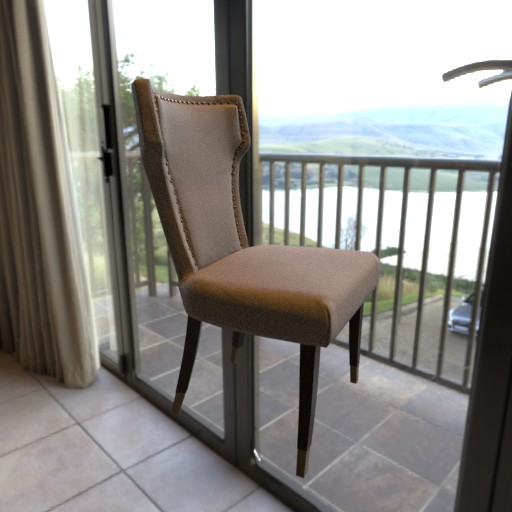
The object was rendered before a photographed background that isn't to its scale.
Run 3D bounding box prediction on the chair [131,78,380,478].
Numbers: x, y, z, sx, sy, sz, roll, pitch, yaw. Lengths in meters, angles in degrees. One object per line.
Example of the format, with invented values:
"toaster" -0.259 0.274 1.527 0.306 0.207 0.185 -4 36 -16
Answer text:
"chair" 0.000 0.000 1.307 0.630 0.950 0.526 7 16 26
